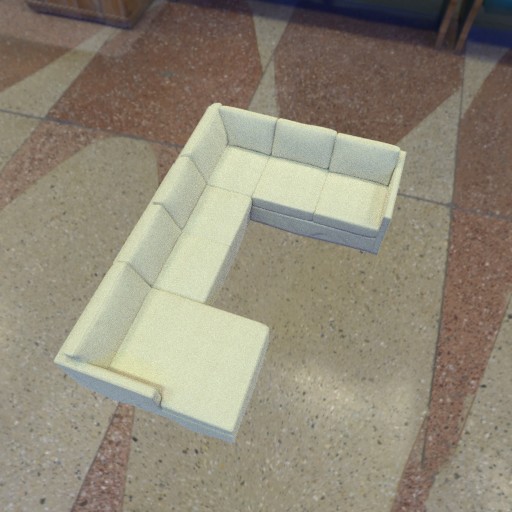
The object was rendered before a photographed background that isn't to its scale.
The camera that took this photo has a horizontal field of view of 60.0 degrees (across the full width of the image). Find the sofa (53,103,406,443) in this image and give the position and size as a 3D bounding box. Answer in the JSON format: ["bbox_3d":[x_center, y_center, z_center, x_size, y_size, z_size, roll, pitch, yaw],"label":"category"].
[{"bbox_3d":[0.000,0.000,4.560,2.448,0.882,3.464,16,59,10],"label":"sofa"}]
